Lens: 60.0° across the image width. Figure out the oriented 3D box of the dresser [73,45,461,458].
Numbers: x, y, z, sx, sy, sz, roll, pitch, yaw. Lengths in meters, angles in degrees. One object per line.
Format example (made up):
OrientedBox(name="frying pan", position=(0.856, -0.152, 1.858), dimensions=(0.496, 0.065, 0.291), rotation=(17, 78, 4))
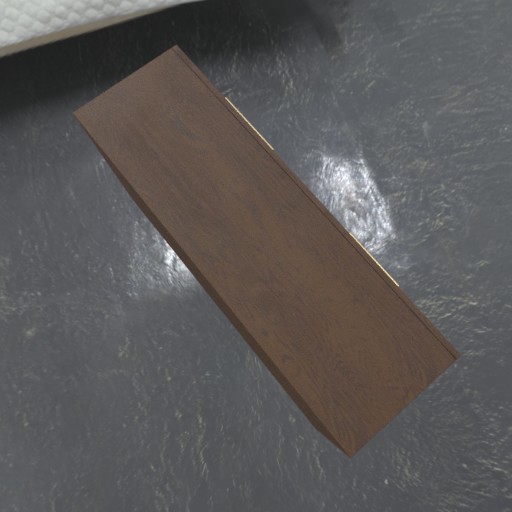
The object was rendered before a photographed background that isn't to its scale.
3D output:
OrientedBox(name="dresser", position=(0.000, 0.000, 1.956), dimensions=(0.512, 0.889, 1.523), rotation=(-38, 78, -10))
